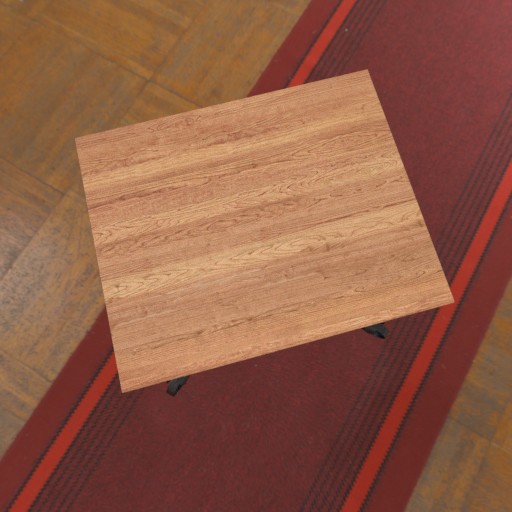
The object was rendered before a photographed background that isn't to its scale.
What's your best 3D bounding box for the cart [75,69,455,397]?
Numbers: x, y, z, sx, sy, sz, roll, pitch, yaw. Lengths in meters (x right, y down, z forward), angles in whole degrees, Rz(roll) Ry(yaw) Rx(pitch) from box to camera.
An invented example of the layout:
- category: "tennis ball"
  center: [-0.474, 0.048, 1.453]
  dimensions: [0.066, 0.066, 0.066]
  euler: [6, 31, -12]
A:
- category: "cart"
  center: [0.000, 0.000, 1.101]
  dimensions: [0.666, 0.603, 0.558]
  euler: [-14, 77, -4]
